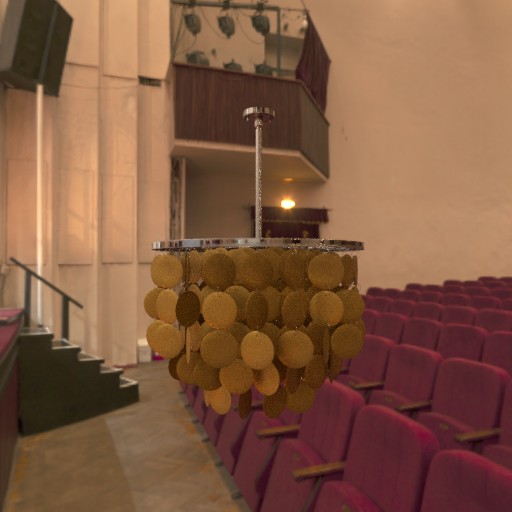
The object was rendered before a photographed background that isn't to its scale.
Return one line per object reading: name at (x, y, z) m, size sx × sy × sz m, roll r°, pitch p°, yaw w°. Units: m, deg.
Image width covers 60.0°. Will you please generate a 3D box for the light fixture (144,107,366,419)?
light fixture at (0.000, 0.000, 0.752) m, size 0.368 × 0.492 × 0.368 m, roll 0°, pitch -1°, yaw 0°
